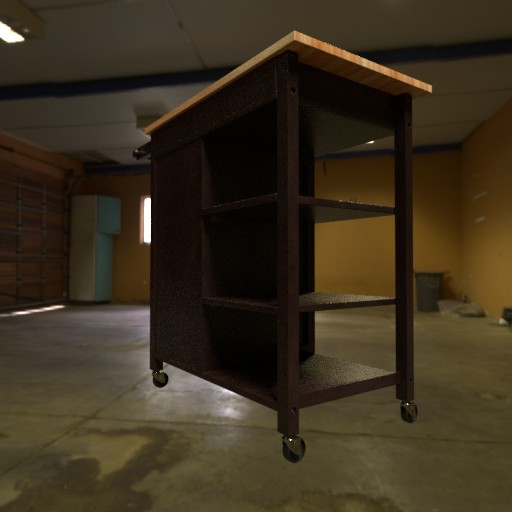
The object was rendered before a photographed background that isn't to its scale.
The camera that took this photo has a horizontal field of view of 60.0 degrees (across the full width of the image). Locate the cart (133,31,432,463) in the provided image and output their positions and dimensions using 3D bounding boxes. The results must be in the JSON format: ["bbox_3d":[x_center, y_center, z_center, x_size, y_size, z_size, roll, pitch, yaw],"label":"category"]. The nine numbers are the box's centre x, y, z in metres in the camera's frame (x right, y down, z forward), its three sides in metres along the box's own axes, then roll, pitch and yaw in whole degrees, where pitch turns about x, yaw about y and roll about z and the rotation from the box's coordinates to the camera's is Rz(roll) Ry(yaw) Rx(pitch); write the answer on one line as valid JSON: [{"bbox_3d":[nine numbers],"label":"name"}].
[{"bbox_3d":[0.000,0.000,1.380,0.472,0.878,0.914,1,-1,-36],"label":"cart"}]
